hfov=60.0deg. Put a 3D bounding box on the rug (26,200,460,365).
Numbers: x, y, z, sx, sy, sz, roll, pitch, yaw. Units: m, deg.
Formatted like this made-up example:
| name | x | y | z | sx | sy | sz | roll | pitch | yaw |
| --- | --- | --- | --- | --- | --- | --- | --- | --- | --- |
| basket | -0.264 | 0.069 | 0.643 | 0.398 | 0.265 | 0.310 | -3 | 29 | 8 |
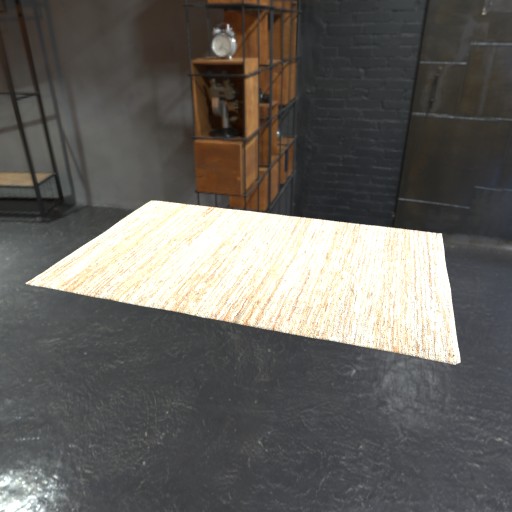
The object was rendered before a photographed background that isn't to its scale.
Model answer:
| name | x | y | z | sx | sy | sz | roll | pitch | yaw |
| --- | --- | --- | --- | --- | --- | --- | --- | --- | --- |
| rug | 0.000 | 0.000 | 2.996 | 2.446 | 0.009 | 1.529 | 8 | 28 | 15 |
